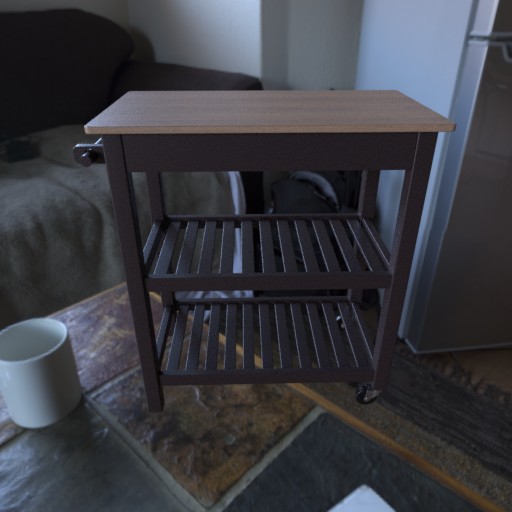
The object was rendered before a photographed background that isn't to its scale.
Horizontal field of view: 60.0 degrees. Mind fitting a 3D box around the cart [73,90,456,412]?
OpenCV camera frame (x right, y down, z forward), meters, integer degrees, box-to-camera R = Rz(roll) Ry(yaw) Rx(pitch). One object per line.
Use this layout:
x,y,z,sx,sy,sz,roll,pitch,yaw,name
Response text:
0.000,0.000,1.414,0.899,0.927,0.457,-1,30,-1,cart
